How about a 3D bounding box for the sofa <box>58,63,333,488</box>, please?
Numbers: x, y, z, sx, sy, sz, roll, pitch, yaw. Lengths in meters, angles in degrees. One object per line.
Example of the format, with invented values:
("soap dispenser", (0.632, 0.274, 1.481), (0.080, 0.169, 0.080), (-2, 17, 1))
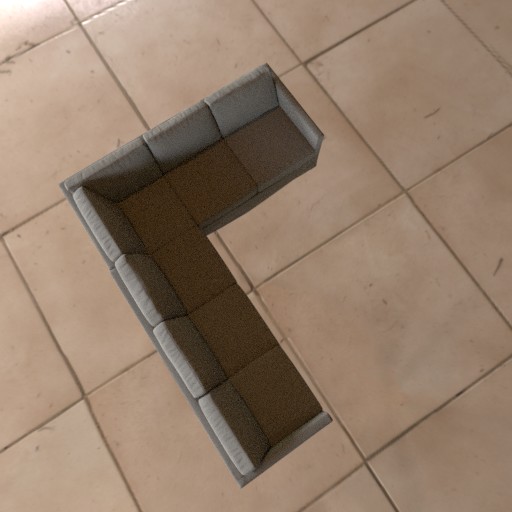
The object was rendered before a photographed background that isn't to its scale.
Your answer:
("sofa", (0.000, 0.000, 4.273), (2.432, 0.871, 3.182), (-33, 78, -8))
